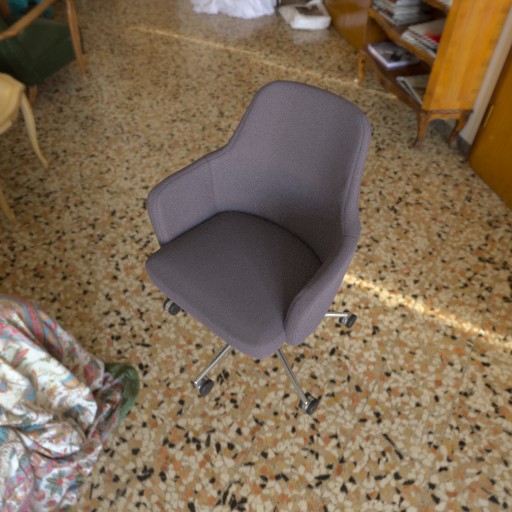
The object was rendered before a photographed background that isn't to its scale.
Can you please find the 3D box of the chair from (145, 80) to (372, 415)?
[{"bbox_3d":[0.000,0.000,1.299,0.655,0.820,0.600,32,54,27],"label":"chair"}]
